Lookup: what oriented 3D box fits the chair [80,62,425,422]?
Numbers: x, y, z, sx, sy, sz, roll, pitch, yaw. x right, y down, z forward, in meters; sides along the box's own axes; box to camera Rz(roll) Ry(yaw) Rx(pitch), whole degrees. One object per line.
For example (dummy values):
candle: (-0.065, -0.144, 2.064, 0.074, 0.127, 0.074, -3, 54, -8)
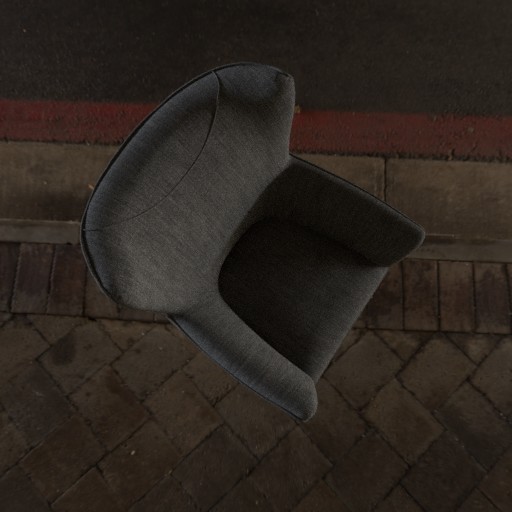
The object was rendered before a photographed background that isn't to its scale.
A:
chair: (0.000, 0.000, 1.580, 0.888, 0.933, 0.781, 34, 78, 8)
